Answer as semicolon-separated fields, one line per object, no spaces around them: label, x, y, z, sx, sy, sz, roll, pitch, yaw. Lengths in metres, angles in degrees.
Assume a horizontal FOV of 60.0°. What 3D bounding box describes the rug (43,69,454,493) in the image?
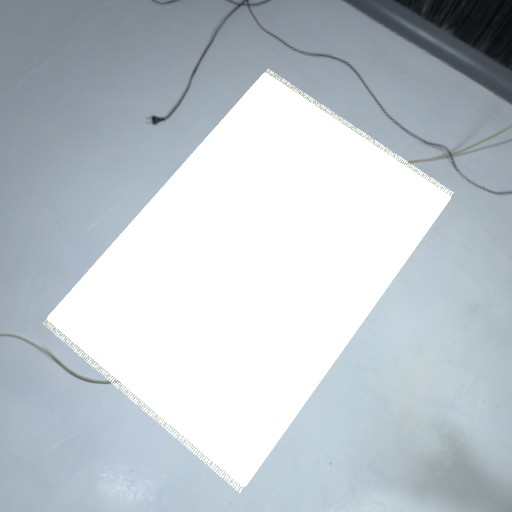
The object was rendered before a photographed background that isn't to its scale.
rug;0.000;0.000;2.762;1.514;0.011;2.233;37;79;9
